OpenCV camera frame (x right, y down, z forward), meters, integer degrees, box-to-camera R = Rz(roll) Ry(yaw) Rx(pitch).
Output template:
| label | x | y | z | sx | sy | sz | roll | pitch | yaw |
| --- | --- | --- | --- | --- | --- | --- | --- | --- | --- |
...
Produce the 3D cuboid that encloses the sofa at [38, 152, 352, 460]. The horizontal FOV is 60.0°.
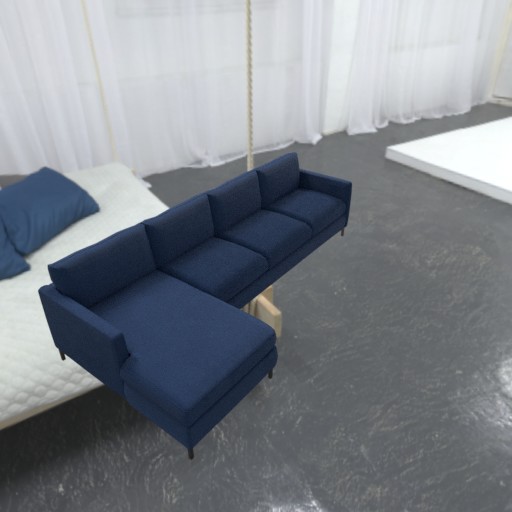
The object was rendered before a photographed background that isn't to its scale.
| label | x | y | z | sx | sy | sz | roll | pitch | yaw |
| --- | --- | --- | --- | --- | --- | --- | --- | --- | --- |
| sofa | 0.000 | 0.000 | 2.970 | 1.128 | 0.679 | 2.450 | 21 | 37 | 31 |
